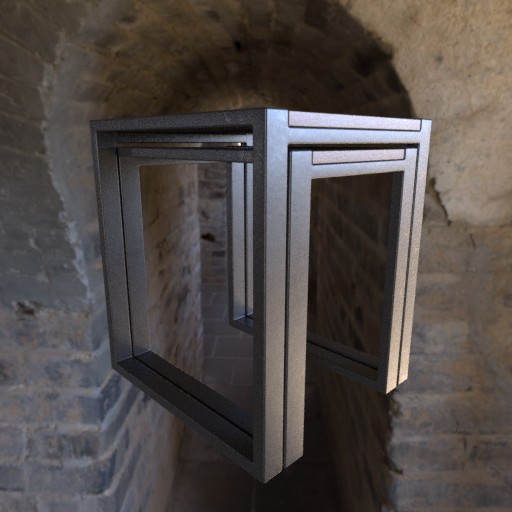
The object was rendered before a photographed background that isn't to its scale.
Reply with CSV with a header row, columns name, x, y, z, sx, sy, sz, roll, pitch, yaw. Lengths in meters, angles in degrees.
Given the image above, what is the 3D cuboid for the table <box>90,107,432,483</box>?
name,x,y,z,sx,sy,sz,roll,pitch,yaw
table,0.000,0.000,0.934,0.449,0.550,0.500,-14,20,-42
